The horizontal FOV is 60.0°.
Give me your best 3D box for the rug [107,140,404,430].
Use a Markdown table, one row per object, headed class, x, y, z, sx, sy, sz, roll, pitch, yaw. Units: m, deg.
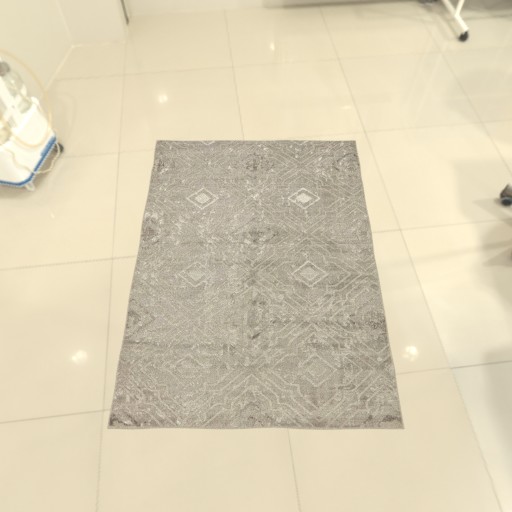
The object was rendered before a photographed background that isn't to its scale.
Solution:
| class | x | y | z | sx | sy | sz | roll | pitch | yaw |
| --- | --- | --- | --- | --- | --- | --- | --- | --- | --- |
| rug | 0.000 | 0.000 | 4.525 | 2.448 | 0.020 | 3.359 | 0 | 58 | 0 |
